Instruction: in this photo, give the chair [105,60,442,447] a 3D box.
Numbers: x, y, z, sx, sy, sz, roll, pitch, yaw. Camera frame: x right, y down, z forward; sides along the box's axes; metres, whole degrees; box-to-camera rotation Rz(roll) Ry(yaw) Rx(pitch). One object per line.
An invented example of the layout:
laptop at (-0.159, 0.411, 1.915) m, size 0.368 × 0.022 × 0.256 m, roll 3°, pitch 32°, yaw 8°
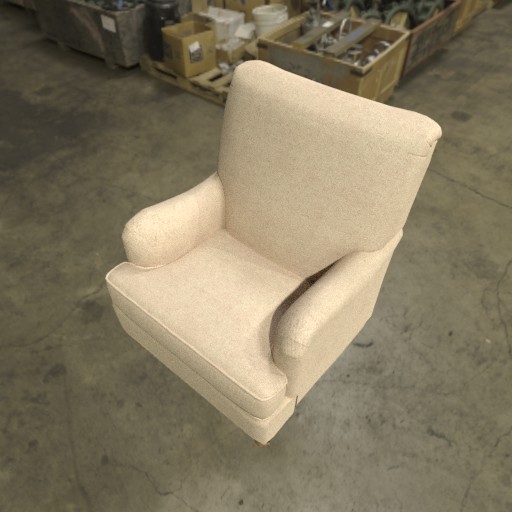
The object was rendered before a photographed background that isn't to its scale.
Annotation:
chair at (0.000, 0.000, 1.783) m, size 0.879 × 1.119 × 0.953 m, roll 31°, pitch 53°, yaw 27°
